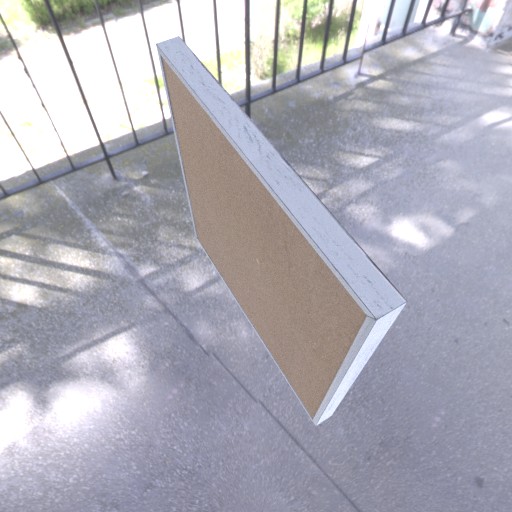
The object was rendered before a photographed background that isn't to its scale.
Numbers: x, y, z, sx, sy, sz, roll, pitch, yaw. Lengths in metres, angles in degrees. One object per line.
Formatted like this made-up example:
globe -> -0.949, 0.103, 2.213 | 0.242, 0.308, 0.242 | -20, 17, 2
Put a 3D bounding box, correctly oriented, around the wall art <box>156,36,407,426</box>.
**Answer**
wall art -> 0.000, 0.000, 0.755 | 0.038, 0.508, 0.508 | -27, 62, -16
